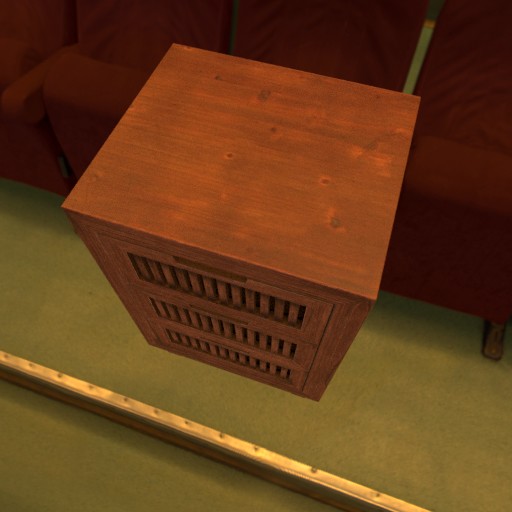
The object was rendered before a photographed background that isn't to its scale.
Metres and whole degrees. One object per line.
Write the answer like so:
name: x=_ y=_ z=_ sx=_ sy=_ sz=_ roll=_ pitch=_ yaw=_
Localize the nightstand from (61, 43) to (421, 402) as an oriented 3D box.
nightstand: x=0.000 y=0.000 z=1.005 sx=0.465 sy=0.695 sz=0.410 roll=16 pitch=61 yaw=9
